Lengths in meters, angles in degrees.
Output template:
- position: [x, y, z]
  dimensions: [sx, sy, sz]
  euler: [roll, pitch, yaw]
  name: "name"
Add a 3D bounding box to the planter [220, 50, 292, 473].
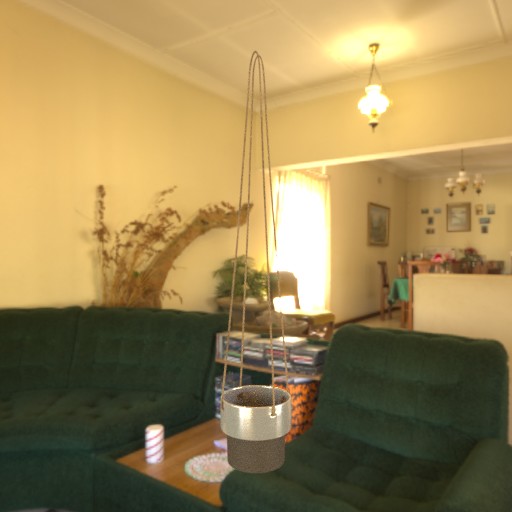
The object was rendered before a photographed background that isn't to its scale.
- position: [0.000, 0.000, 1.167]
  dimensions: [0.187, 1.073, 0.187]
  euler: [0, 0, 18]
  name: "planter"
